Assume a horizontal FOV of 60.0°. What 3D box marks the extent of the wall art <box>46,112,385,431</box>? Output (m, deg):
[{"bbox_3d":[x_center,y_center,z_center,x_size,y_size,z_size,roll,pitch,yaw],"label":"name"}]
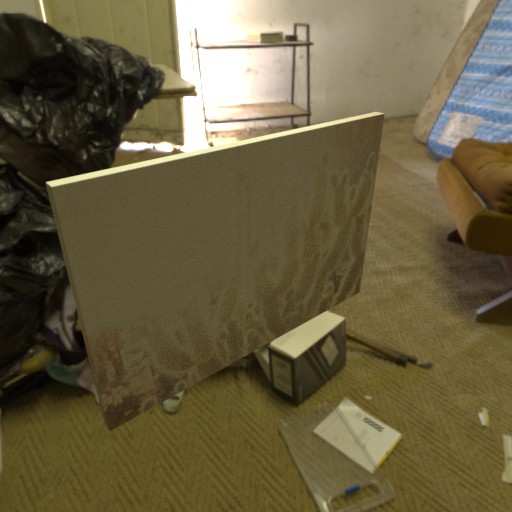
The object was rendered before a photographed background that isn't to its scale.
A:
[{"bbox_3d":[0.000,0.000,1.442,1.142,0.758,0.041,-22,36,-34],"label":"wall art"}]
